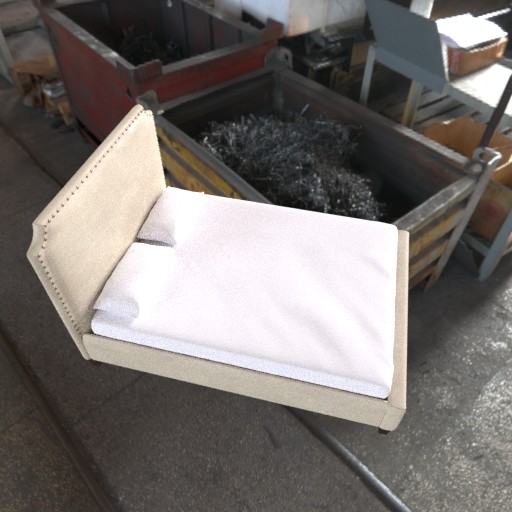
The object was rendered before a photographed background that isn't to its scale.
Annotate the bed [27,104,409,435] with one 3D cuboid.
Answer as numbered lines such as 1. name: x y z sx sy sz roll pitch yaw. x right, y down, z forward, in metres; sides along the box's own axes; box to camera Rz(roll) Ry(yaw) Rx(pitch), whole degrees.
1. bed: 0.000 0.000 3.347 2.372 1.443 1.712 10 48 9
